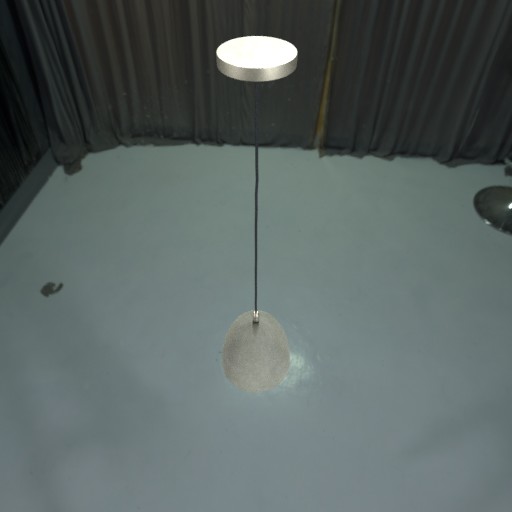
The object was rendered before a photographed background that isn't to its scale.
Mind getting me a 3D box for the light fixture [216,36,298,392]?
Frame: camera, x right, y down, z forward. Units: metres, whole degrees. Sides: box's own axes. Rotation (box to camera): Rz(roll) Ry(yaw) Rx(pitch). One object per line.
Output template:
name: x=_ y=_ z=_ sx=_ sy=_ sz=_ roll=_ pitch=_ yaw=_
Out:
light fixture: x=0.000 y=0.000 z=0.844 sx=0.170 sy=0.759 sz=0.170 roll=3 pitch=46 yaw=3
